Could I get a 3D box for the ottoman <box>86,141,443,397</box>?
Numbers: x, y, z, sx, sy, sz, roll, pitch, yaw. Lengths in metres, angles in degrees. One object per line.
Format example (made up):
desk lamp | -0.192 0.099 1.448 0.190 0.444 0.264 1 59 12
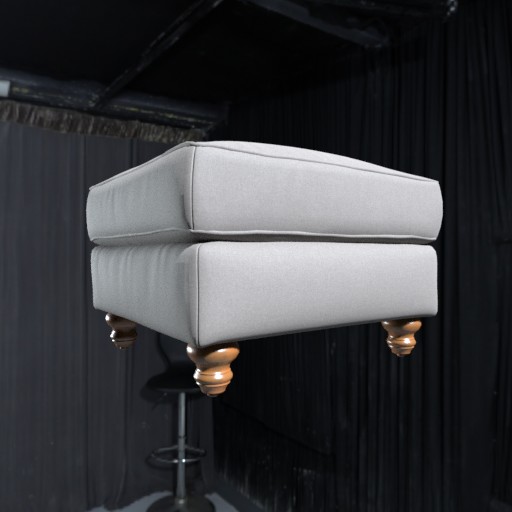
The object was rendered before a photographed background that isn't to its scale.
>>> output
ottoman | 0.000 0.000 1.162 0.721 0.505 0.662 0 0 -35
